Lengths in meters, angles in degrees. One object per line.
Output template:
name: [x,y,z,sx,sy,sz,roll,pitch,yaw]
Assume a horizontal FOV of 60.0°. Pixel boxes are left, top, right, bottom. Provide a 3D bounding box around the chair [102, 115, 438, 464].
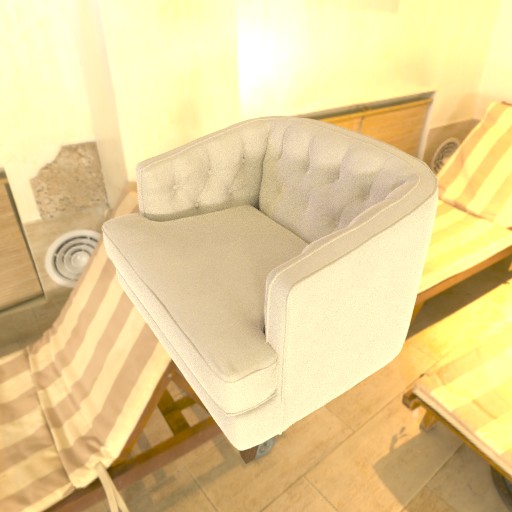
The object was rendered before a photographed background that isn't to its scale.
chair: [0.000,0.000,1.760,0.941,0.852,1.104,-20,37,-28]
